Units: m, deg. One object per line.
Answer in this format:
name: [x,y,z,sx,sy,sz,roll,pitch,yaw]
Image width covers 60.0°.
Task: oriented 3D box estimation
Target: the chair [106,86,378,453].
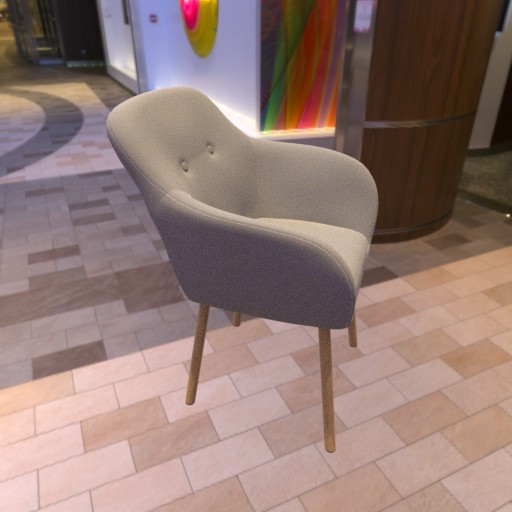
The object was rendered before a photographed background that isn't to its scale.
chair: [0.000,0.000,1.218,0.590,0.830,0.570,10,31,16]
